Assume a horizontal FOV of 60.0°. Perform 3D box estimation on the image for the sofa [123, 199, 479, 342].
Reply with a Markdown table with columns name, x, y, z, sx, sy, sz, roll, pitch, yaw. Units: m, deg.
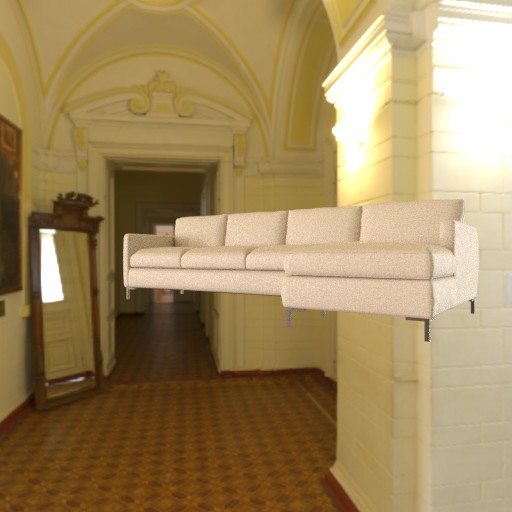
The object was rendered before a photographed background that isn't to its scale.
| name | x | y | z | sx | sy | sz | roll | pitch | yaw |
| --- | --- | --- | --- | --- | --- | --- | --- | --- | --- |
| sofa | 0.000 | 0.000 | 3.163 | 2.731 | 0.755 | 1.258 | 0 | 0 | 35 |
